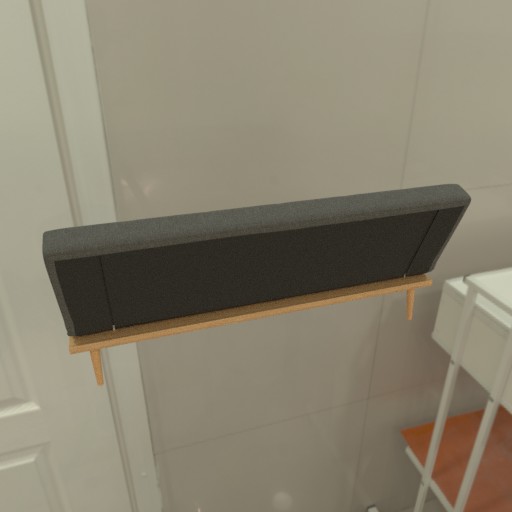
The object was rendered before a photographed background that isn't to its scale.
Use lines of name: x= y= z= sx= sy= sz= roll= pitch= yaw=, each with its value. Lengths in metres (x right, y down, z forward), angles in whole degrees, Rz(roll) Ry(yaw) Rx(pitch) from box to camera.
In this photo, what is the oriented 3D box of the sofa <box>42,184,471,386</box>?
sofa: x=0.000 y=0.000 z=2.230 sx=1.820 sy=0.770 sz=0.820 roll=-8 pitch=28 yaw=-16
